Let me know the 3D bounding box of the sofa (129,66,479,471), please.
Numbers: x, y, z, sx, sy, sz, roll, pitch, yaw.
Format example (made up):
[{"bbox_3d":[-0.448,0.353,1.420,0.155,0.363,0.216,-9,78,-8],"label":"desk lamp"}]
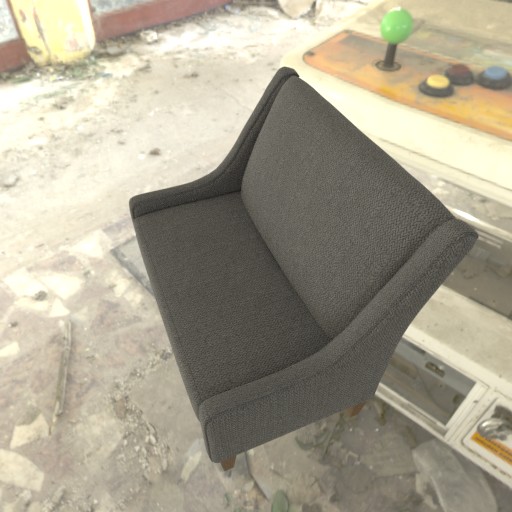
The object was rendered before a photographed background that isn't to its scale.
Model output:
[{"bbox_3d":[0.000,0.000,1.855,0.873,1.022,1.242,-16,48,-16],"label":"sofa"}]
